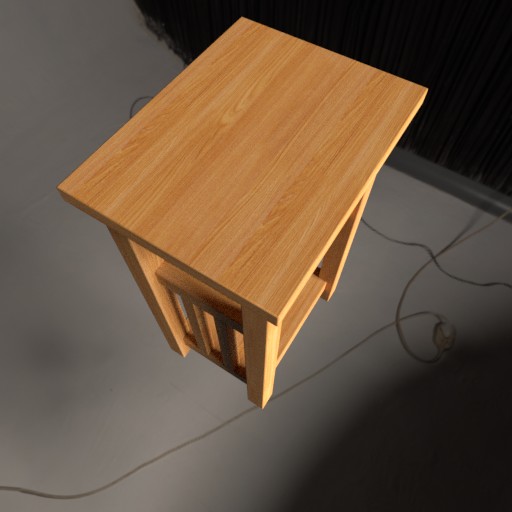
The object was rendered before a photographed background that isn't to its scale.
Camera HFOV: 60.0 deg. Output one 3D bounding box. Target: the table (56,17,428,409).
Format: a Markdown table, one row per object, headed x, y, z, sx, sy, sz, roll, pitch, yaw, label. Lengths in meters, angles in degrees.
| x | y | z | sx | sy | sz | roll | pitch | yaw | label |
| --- | --- | --- | --- | --- | --- | --- | --- | --- | --- |
| 0.000 | 0.000 | 0.735 | 0.270 | 0.550 | 0.350 | 29 | 64 | 15 | table |
